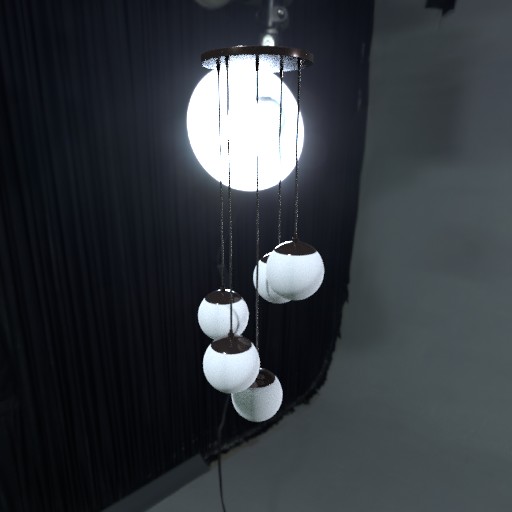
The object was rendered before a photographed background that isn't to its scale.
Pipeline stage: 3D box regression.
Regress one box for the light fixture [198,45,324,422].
[{"bbox_3d":[0.000,0.000,1.529,0.489,1.271,0.484,14,20,42],"label":"light fixture"}]
